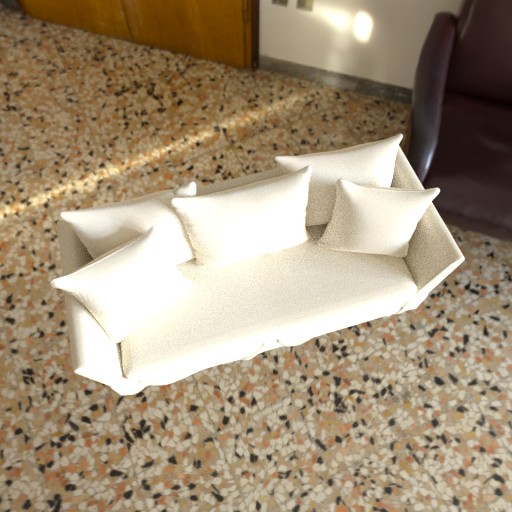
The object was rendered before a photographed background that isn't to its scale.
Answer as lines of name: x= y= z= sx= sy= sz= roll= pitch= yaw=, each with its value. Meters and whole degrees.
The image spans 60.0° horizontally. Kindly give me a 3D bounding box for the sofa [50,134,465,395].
sofa: x=0.000 y=0.000 z=2.860 sx=2.290 sy=1.034 sz=1.031 roll=-15 pitch=63 yaw=-8
